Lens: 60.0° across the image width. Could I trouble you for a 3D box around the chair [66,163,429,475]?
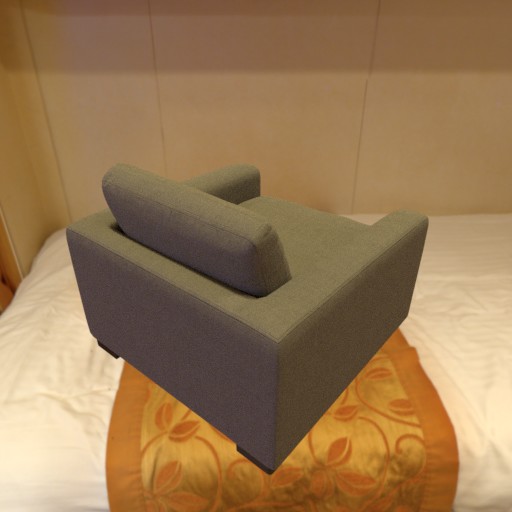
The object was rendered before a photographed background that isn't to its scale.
[{"bbox_3d":[0.000,0.000,1.901,1.070,0.847,1.100,23,38,33],"label":"chair"}]
